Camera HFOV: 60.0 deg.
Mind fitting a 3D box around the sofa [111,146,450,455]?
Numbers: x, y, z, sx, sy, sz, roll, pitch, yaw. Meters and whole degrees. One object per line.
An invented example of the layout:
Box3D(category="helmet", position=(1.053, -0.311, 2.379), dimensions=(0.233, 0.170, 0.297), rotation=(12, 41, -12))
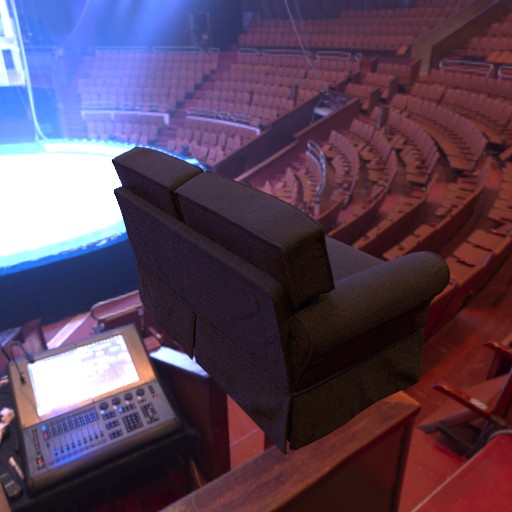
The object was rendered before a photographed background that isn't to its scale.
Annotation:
Box3D(category="sofa", position=(0.000, 0.000, 2.447), dimensions=(0.997, 1.059, 1.801), rotation=(-17, 30, -32))
